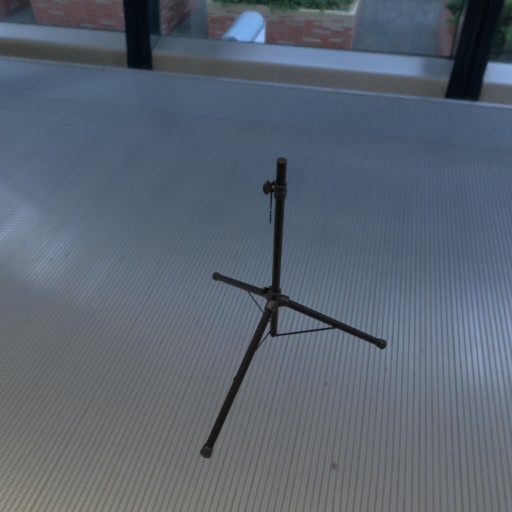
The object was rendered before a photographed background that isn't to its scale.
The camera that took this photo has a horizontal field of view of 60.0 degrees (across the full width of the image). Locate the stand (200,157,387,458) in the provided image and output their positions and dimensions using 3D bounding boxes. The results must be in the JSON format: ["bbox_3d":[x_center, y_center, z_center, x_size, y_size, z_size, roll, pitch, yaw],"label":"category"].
[{"bbox_3d":[0.000,0.000,1.905,1.045,1.136,0.907,-23,50,-21],"label":"stand"}]
